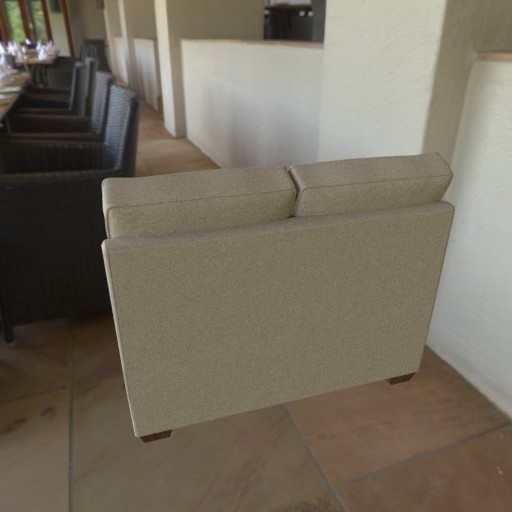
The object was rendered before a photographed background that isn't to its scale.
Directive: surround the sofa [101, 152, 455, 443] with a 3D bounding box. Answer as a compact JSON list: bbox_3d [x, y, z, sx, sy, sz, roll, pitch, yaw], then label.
[{"bbox_3d":[0.000,0.000,1.986,1.237,1.008,0.951,-8,27,-15],"label":"sofa"}]
